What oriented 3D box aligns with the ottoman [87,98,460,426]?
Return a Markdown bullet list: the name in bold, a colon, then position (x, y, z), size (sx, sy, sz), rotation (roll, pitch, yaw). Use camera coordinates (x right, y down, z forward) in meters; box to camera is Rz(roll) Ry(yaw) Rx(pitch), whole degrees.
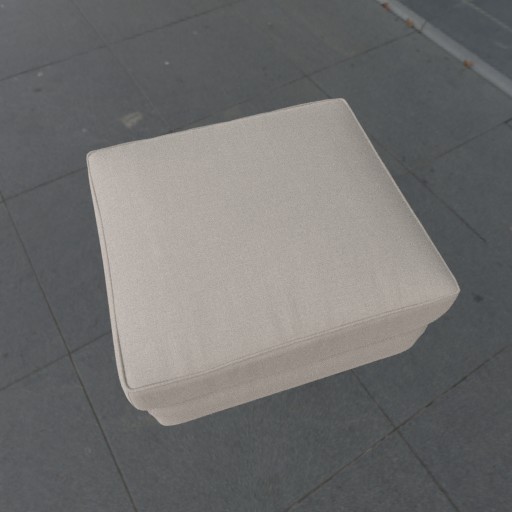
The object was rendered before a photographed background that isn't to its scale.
- **ottoman**: position (0.000, 0.000, 1.156), size (0.716, 0.505, 0.662), rotation (-15, 60, -9)
